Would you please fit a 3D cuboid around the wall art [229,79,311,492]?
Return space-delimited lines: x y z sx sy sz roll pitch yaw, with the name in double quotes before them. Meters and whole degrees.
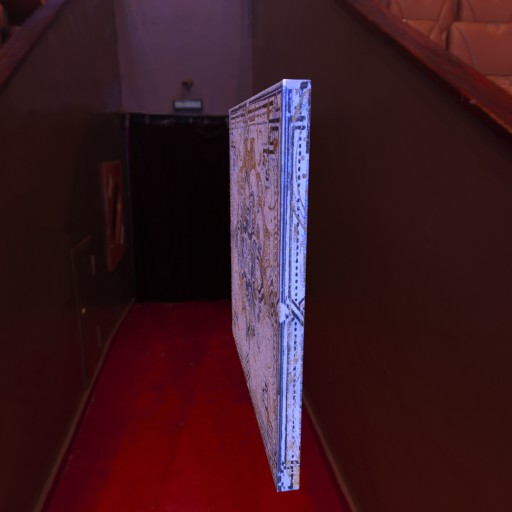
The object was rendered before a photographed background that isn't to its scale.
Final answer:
"wall art" 0.000 0.000 0.910 0.036 0.607 0.609 -2 15 -9
